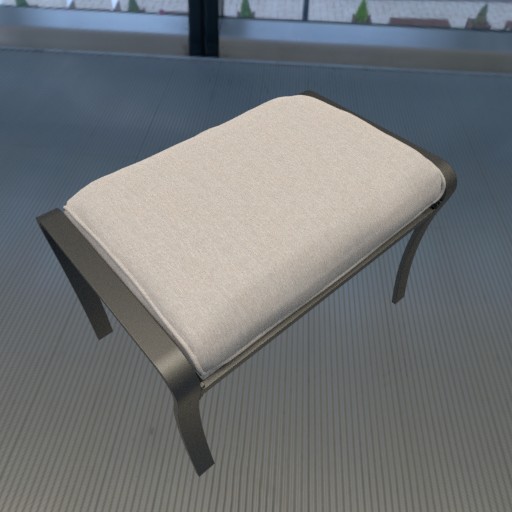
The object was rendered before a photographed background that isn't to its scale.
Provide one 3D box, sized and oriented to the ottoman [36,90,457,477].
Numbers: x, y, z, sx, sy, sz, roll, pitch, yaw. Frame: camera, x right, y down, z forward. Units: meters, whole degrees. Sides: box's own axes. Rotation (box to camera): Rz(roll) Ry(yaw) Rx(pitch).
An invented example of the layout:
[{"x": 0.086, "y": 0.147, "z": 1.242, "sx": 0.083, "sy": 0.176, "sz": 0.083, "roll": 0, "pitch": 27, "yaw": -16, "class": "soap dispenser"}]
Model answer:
[{"x": 0.000, "y": 0.000, "z": 0.869, "sx": 0.610, "sy": 0.422, "sz": 0.406, "roll": -33, "pitch": 56, "yaw": -26, "class": "ottoman"}]
